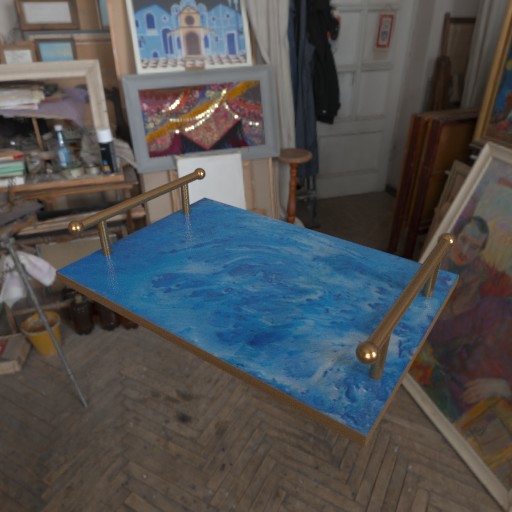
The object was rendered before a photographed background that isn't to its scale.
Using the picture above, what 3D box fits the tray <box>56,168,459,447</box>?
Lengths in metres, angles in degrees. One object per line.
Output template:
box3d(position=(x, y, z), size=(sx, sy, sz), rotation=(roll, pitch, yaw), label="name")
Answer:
box3d(position=(0.000, 0.000, 0.575), size=(0.444, 0.084, 0.304), rotation=(20, 36, 30), label="tray")
